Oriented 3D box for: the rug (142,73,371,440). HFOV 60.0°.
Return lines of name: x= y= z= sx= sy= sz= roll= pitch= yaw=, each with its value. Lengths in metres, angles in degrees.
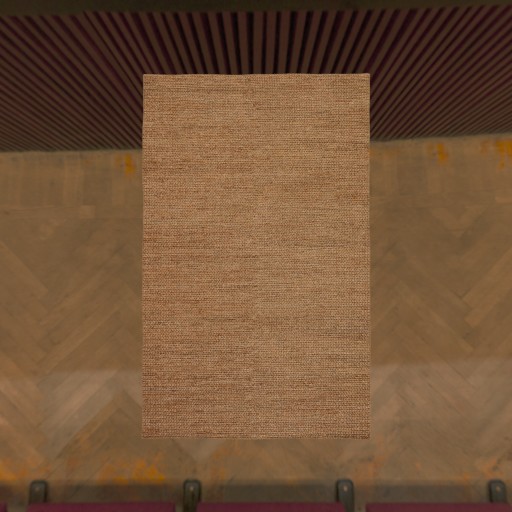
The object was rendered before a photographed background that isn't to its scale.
rug: x=0.000 y=0.000 z=2.957 sx=1.521 sy=0.034 sz=2.438 roll=0 pitch=89 yaw=1
